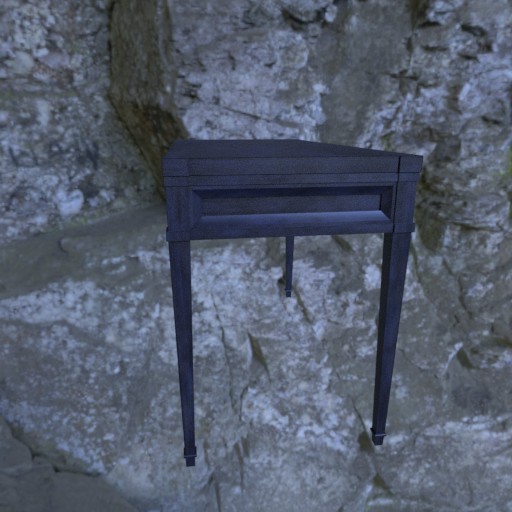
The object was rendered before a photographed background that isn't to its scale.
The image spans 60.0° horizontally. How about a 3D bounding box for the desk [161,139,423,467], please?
[{"bbox_3d":[0.000,0.000,1.769,0.630,0.861,1.289,-3,17,-9],"label":"desk"}]
